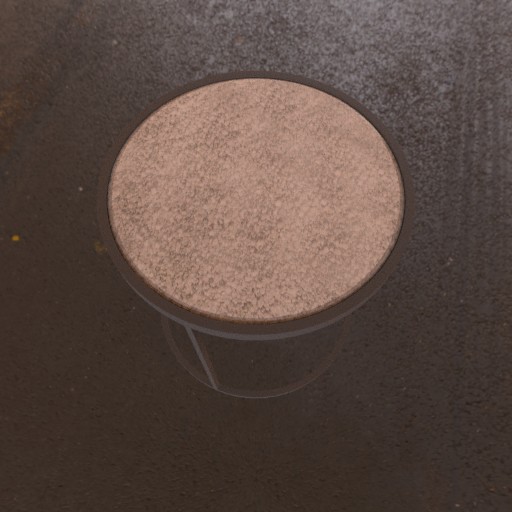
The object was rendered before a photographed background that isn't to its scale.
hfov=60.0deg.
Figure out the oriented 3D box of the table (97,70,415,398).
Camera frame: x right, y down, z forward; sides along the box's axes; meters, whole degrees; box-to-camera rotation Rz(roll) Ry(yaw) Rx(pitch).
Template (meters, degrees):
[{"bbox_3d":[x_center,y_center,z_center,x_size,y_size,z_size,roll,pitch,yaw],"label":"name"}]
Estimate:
[{"bbox_3d":[0.000,0.000,0.883,0.470,0.498,0.470,0,63,0],"label":"table"}]
